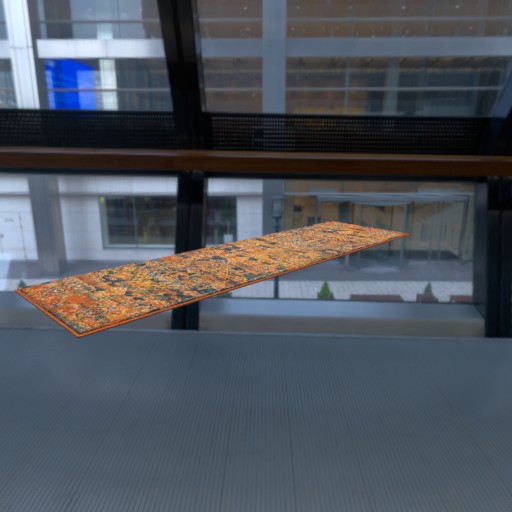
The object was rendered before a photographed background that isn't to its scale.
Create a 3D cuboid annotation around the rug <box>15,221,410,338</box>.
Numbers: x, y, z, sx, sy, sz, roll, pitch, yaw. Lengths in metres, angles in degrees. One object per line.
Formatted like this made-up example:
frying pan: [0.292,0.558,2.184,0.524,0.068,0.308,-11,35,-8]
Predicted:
rug: [0.000,0.000,2.446,2.274,0.016,0.651,-14,21,-42]
